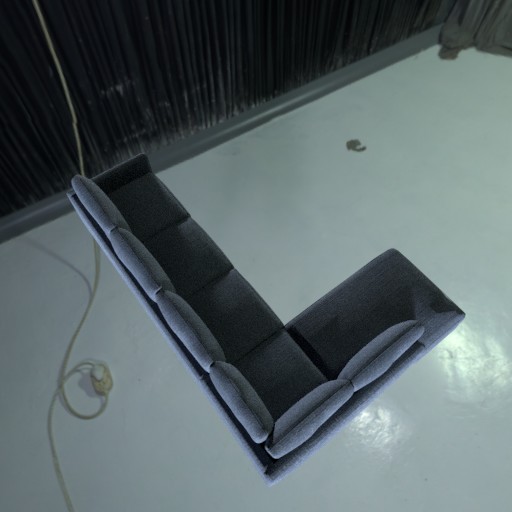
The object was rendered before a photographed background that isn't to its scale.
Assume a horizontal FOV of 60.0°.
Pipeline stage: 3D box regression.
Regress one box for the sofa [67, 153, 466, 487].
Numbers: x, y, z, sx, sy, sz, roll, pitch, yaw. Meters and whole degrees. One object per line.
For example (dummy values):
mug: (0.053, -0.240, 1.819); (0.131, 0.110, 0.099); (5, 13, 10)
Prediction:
sofa: (0.000, 0.000, 3.795); (2.007, 0.815, 2.949); (-34, 65, -18)
